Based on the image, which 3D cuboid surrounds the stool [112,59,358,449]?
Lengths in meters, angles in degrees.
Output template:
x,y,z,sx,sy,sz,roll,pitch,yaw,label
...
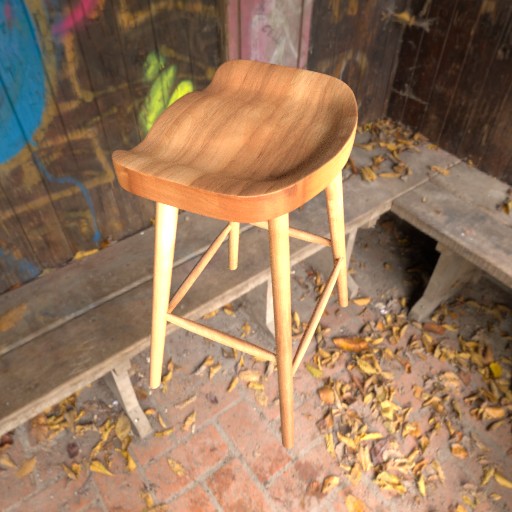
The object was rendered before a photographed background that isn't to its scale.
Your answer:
x,y,z,sx,sy,sz,roll,pitch,yaw,label
0.000,0.000,0.907,0.361,0.615,0.440,18,48,17,stool
